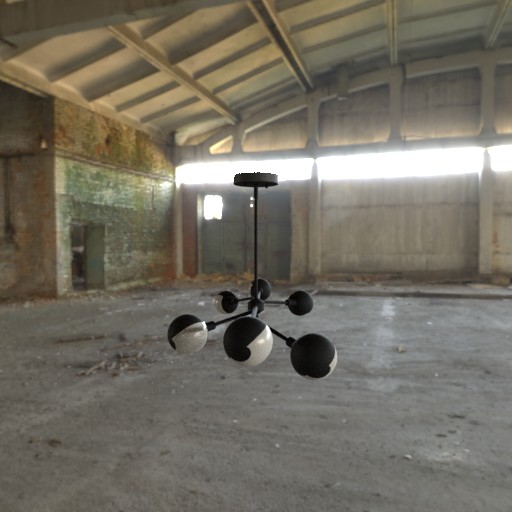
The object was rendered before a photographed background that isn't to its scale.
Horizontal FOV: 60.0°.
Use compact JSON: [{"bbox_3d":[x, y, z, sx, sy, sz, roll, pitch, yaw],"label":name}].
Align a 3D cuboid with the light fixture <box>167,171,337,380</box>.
[{"bbox_3d":[0.000,0.000,0.996,0.434,0.362,0.778,0,1,18],"label":"light fixture"}]
